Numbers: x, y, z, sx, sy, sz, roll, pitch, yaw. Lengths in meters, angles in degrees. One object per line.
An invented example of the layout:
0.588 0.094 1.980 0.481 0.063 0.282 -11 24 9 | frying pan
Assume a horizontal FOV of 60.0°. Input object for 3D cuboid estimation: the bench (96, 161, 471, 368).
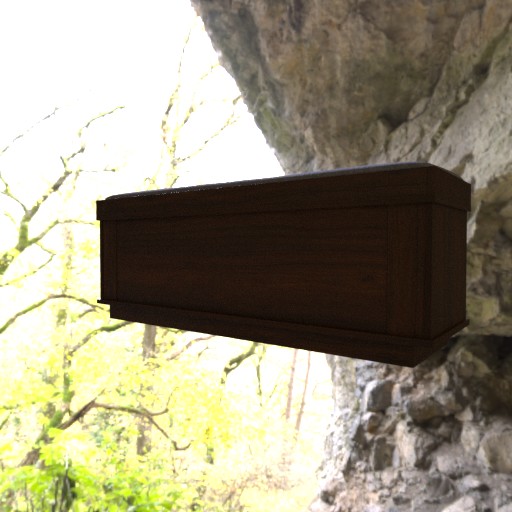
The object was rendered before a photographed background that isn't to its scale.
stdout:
0.000 0.000 1.422 1.196 0.468 0.367 1 2 37 | bench
